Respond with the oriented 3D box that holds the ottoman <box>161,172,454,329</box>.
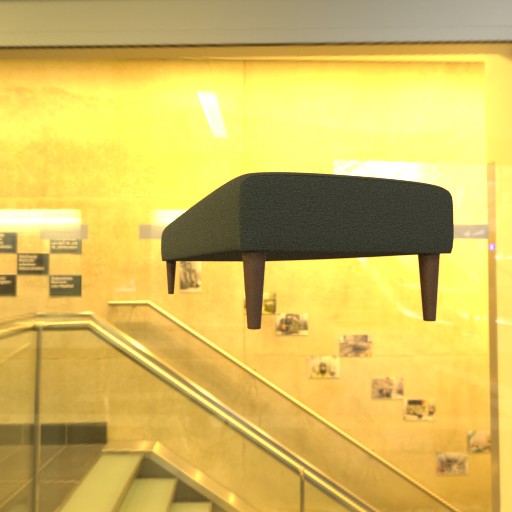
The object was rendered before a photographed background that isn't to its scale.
[{"bbox_3d":[0.000,0.000,1.865,0.646,0.393,1.609,1,-2,-18],"label":"ottoman"}]
